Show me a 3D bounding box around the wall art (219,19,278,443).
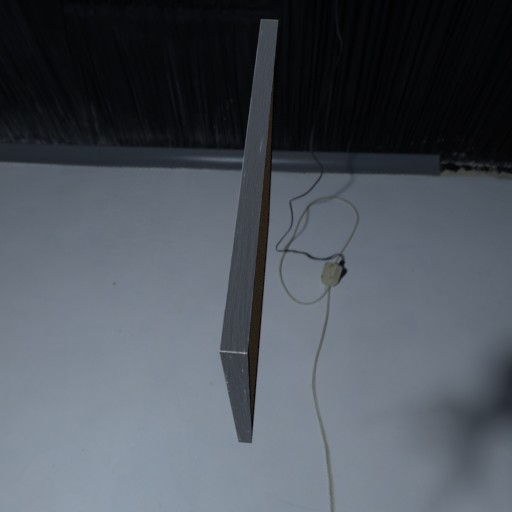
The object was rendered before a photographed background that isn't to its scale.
[{"bbox_3d":[0.000,0.000,1.107,0.037,0.761,0.761,4,59,2],"label":"wall art"}]
